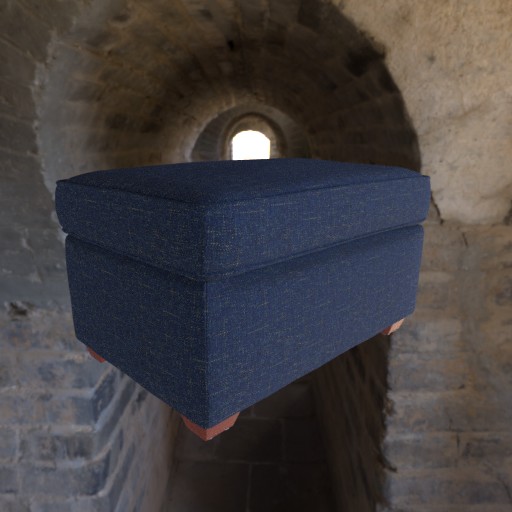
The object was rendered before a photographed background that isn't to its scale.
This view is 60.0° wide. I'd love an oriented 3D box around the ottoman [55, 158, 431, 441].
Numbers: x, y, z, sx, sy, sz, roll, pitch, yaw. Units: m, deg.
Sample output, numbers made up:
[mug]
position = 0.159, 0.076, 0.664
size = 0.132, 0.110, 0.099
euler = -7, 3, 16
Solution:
[ottoman]
position = 0.000, 0.000, 1.065
size = 0.749, 0.450, 0.549
euler = -14, 20, -43
